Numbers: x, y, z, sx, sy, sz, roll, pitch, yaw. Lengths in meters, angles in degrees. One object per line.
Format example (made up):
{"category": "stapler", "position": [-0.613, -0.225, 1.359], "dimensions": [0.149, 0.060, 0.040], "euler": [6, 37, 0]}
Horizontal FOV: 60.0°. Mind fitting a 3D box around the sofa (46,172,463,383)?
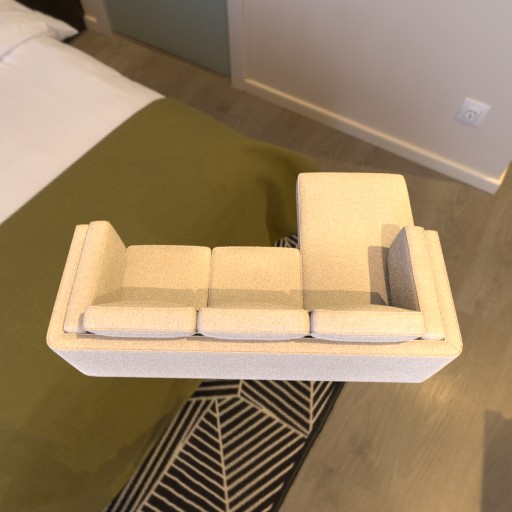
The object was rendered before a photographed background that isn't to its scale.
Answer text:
{"category": "sofa", "position": [0.000, 0.000, 3.146], "dimensions": [2.411, 0.929, 1.604], "euler": [1, 59, 1]}
